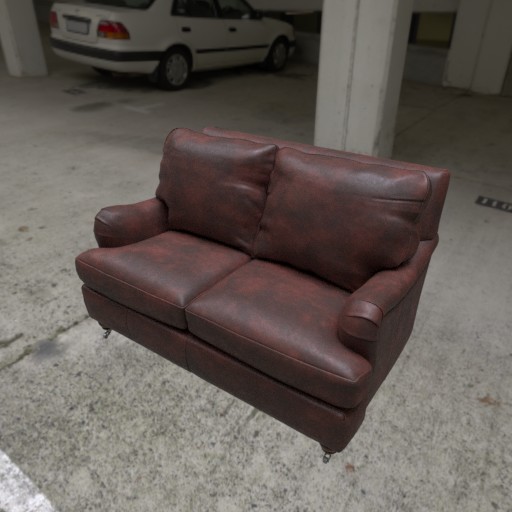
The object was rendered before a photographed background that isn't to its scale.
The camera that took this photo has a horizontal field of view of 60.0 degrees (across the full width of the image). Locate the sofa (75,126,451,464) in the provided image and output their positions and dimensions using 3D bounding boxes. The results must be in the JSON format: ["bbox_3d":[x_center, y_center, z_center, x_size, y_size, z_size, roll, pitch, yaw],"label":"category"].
[{"bbox_3d":[0.000,0.000,2.315,1.628,1.070,1.148,19,35,29],"label":"sofa"}]
